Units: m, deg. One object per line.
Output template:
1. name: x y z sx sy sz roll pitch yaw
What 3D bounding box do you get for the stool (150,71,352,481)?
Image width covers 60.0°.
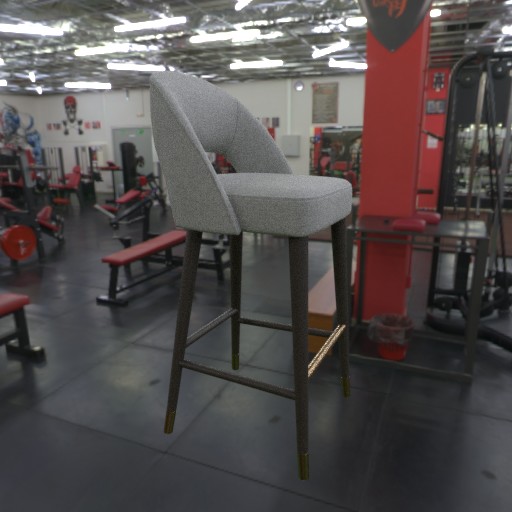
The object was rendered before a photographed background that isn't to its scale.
1. stool: 0.000 0.000 1.307 0.509 1.037 0.494 7 16 25
